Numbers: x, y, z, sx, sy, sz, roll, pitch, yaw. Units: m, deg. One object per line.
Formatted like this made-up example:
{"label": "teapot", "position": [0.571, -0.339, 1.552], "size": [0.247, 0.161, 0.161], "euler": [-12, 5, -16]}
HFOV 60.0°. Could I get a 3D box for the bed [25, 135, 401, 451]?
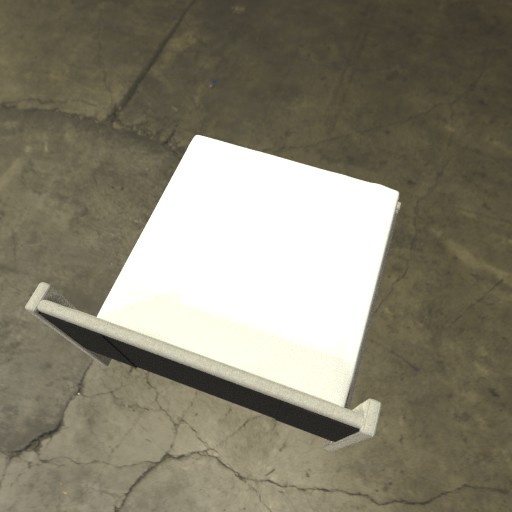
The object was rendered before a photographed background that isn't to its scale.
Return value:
{"label": "bed", "position": [0.000, 0.000, 3.615], "size": [2.140, 1.470, 2.280], "euler": [18, 65, 9]}
